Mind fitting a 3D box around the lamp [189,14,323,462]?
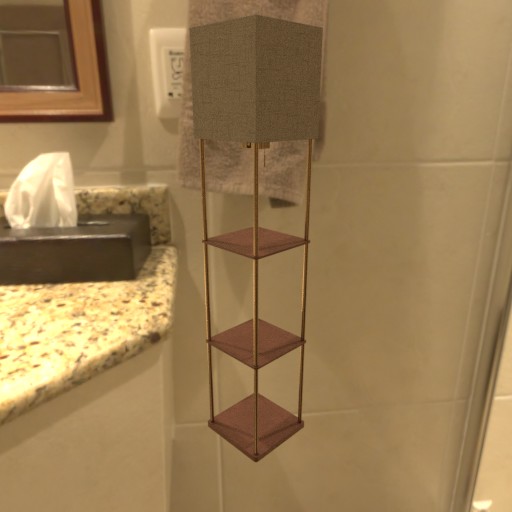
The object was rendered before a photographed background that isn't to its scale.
[{"bbox_3d":[0.000,0.000,1.693,0.308,1.569,0.310,-17,25,-42],"label":"lamp"}]
